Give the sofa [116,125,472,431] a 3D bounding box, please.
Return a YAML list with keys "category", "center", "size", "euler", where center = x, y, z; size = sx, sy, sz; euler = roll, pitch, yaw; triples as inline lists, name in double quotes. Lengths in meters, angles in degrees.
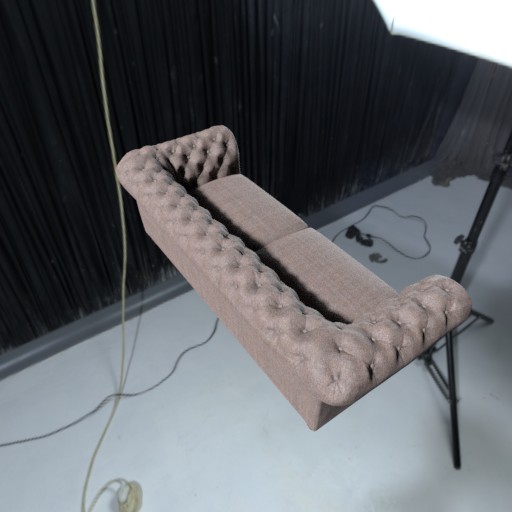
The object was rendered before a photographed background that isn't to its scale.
- category: "sofa"
  center: [0.000, 0.000, 2.861]
  size: [0.944, 0.787, 2.385]
  euler: [-25, 47, -26]
